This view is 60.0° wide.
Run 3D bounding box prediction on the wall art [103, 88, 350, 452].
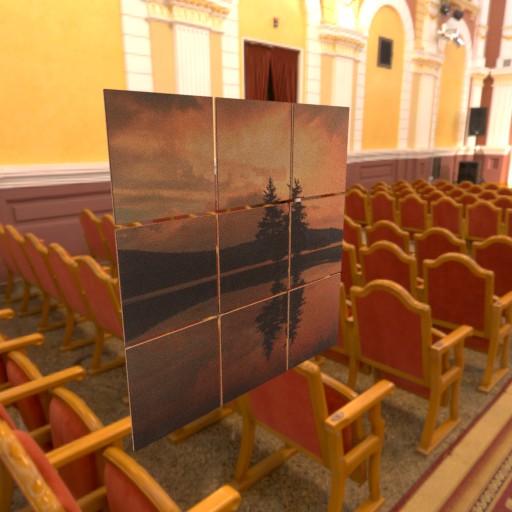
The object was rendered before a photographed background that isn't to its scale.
[{"bbox_3d":[0.000,0.000,2.293,1.520,1.525,0.013,-14,21,-42],"label":"wall art"}]
